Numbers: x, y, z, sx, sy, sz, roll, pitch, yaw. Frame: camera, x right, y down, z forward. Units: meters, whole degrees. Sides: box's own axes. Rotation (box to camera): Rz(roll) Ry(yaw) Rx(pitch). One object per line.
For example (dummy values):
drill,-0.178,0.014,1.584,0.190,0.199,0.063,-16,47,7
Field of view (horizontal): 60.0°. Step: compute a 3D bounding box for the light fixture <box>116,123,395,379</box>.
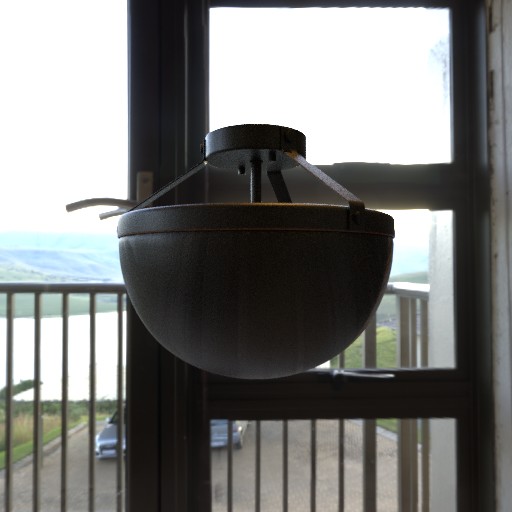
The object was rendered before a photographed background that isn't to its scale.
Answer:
light fixture,0.000,0.000,0.506,0.304,0.269,0.304,0,-1,0
